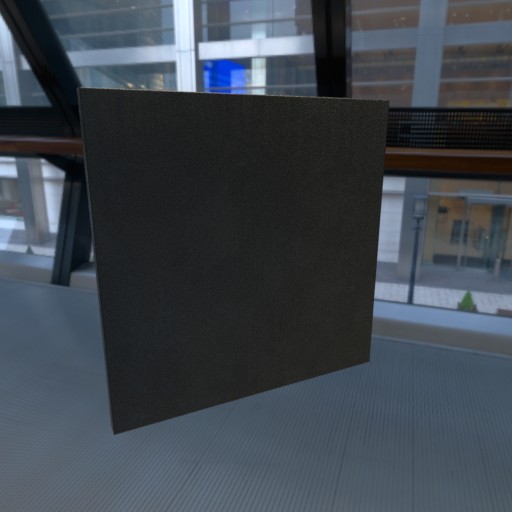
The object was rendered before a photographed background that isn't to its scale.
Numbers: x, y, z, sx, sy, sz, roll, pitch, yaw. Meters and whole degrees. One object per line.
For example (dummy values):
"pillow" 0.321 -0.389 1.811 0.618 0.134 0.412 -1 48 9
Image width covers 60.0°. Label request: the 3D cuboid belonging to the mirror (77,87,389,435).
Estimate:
"mirror" 0.000 0.000 0.556 0.382 0.381 0.020 -8 17 -26
